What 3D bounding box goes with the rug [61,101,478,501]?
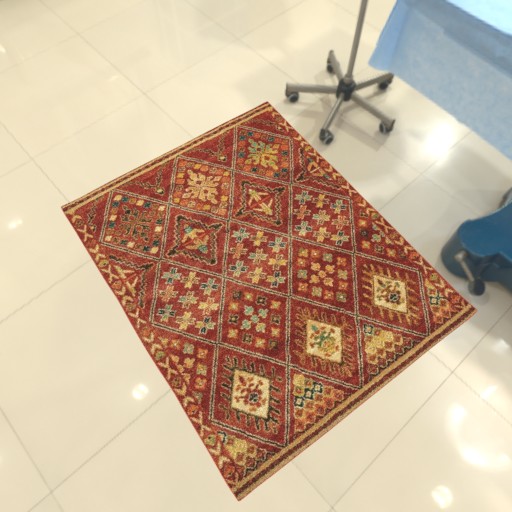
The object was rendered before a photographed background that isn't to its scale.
[{"bbox_3d":[0.000,0.000,4.057,2.489,0.030,3.086,-32,67,-16],"label":"rug"}]
